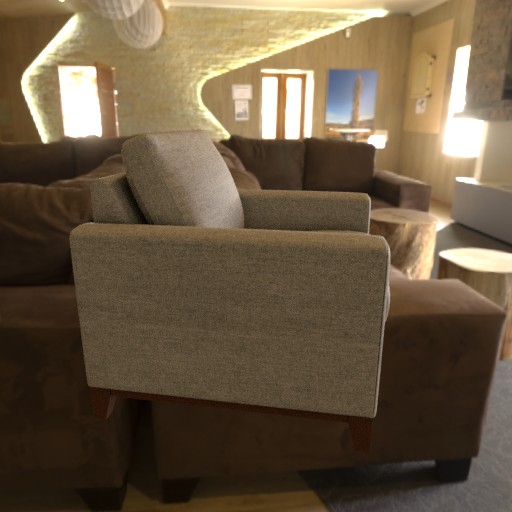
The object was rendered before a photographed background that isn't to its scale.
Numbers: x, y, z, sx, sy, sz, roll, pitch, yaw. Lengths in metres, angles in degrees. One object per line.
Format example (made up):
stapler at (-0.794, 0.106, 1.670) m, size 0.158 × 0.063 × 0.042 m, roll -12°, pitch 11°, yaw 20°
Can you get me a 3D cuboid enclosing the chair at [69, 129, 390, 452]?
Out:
chair at (0.000, 0.000, 1.856) m, size 1.038 × 1.010 × 1.024 m, roll 3°, pitch 17°, yaw 10°
